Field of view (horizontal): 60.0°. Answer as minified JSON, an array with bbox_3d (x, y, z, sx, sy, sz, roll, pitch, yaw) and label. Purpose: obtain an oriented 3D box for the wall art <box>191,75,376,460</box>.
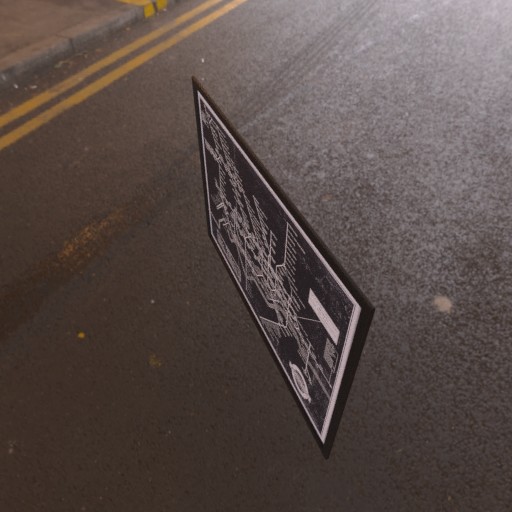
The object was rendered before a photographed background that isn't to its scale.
[{"bbox_3d":[0.000,0.000,1.562,0.013,0.811,1.192,-17,48,-16],"label":"wall art"}]
